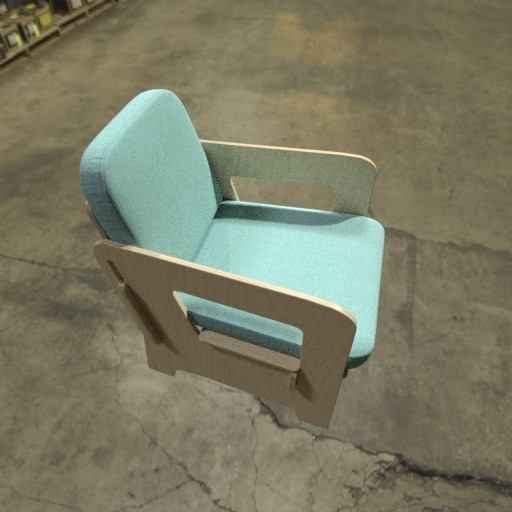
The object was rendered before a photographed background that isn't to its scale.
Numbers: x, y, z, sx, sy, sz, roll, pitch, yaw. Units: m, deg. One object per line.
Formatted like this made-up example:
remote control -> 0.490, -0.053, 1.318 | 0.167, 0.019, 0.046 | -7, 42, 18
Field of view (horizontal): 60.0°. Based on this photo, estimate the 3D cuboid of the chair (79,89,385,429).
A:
chair -> 0.000, 0.000, 1.278 | 0.710, 0.800, 0.590 | 11, 47, 10
